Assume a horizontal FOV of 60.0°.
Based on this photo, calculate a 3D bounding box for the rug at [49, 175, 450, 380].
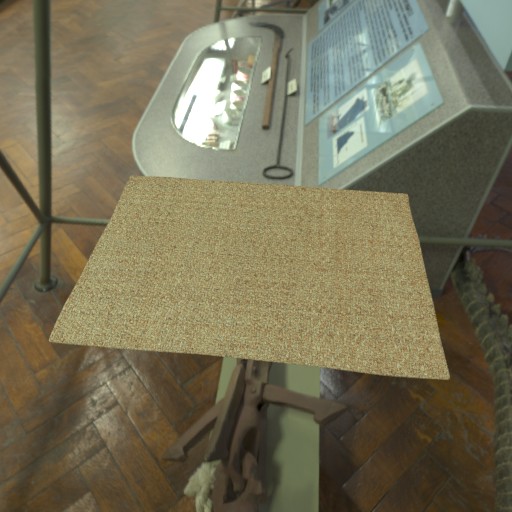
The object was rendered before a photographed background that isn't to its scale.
[{"bbox_3d":[0.000,0.000,2.858,2.141,0.013,1.566,4,46,4],"label":"rug"}]
